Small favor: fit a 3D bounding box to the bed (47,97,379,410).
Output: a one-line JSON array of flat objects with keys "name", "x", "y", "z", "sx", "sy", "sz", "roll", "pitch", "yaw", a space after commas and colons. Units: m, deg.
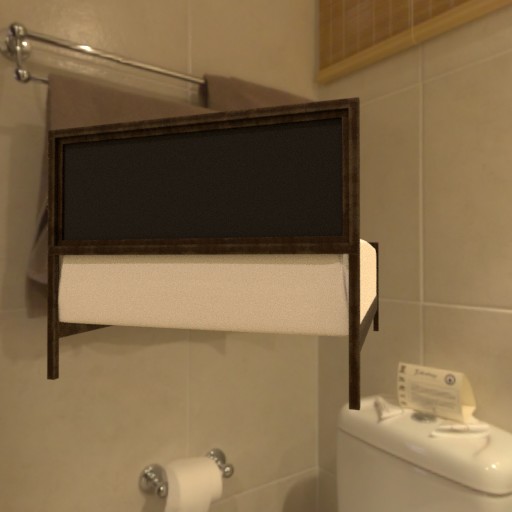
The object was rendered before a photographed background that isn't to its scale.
[{"name": "bed", "x": 0.000, "y": 0.000, "z": 3.154, "sx": 1.607, "sy": 1.313, "sz": 2.221, "roll": 0, "pitch": -1, "yaw": 17}]
